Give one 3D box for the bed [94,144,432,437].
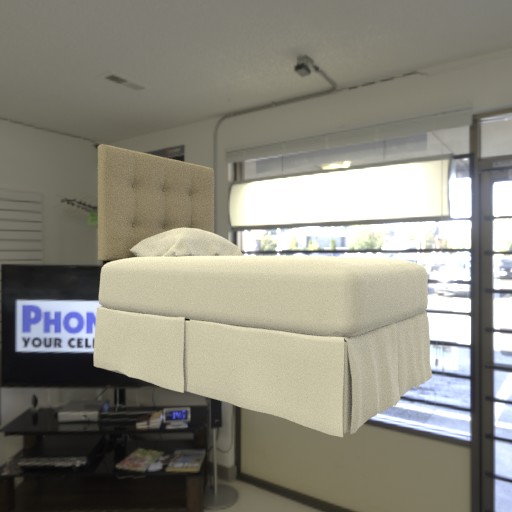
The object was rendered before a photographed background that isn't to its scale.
[{"bbox_3d":[0.000,0.000,2.981,1.997,1.571,1.261,0,0,38],"label":"bed"}]
